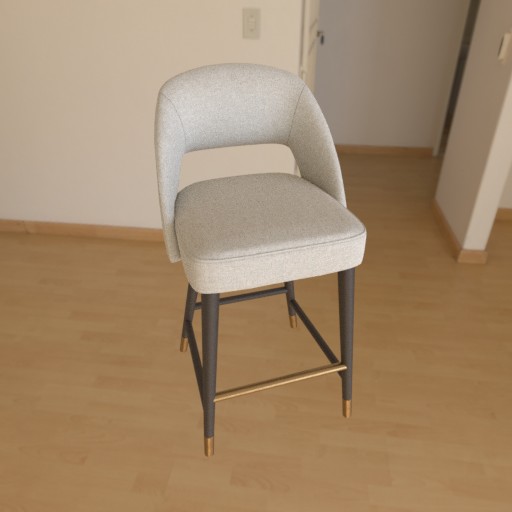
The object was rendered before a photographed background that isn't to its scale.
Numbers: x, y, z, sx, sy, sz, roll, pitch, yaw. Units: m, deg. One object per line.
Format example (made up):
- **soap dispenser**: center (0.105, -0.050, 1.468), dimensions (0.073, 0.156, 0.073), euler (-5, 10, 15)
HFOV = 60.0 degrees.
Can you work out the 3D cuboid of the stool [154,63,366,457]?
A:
- **stool**: center (0.000, 0.000, 1.248), dimensions (0.494, 0.940, 0.509), euler (-10, 33, -15)
